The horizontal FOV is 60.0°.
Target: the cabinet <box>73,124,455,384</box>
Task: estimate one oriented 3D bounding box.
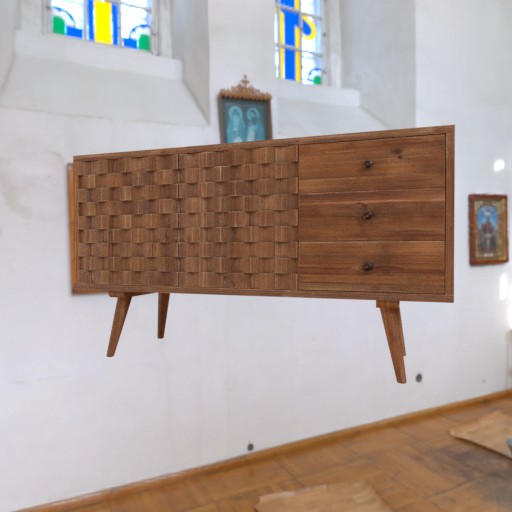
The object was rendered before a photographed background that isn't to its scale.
[{"bbox_3d":[0.000,0.000,1.757,1.400,0.800,0.472,0,1,18],"label":"cabinet"}]
